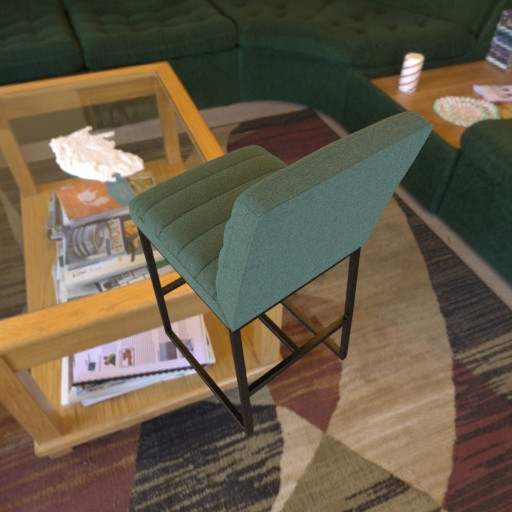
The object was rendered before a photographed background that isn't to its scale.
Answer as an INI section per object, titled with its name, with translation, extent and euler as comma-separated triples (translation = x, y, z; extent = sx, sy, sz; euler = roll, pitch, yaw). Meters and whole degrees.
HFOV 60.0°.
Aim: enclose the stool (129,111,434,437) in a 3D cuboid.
[stool]
translation = 0.000, 0.000, 1.236
extent = 0.460, 0.940, 0.560
euler = -31, 53, -26
